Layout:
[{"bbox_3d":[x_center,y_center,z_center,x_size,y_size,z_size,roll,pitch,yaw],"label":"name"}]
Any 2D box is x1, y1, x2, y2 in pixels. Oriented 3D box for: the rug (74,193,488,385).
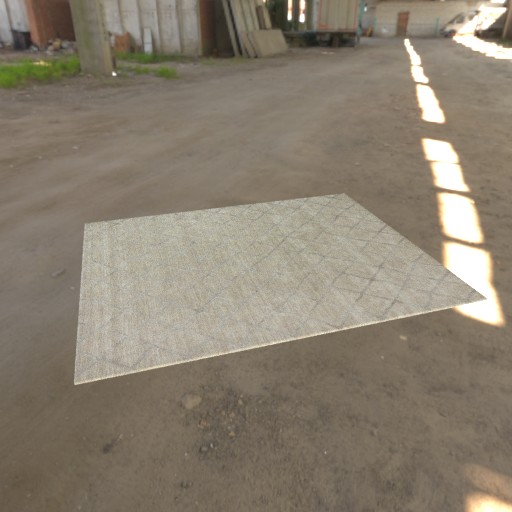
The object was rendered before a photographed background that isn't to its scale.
[{"bbox_3d":[0.000,0.000,4.070,3.038,0.019,2.420,-8,30,-15],"label":"rug"}]
